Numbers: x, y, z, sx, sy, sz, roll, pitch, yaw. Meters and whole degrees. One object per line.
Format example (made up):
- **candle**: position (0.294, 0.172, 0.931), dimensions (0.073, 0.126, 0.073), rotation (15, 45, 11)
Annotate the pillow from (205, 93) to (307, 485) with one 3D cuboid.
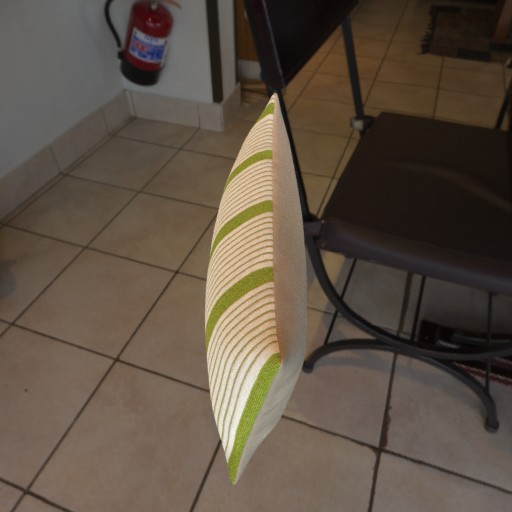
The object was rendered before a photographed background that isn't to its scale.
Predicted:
- **pillow**: position (0.000, 0.000, 0.727), dimensions (0.156, 0.292, 0.608), rotation (1, 43, 1)
